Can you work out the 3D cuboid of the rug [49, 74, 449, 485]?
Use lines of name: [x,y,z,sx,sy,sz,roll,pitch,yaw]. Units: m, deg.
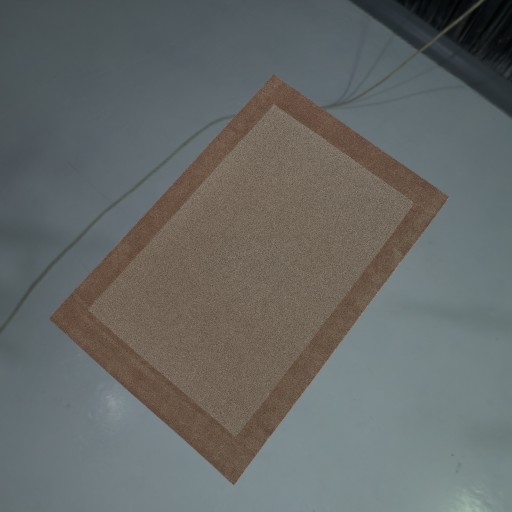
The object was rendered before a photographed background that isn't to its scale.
rug: [0.000,0.000,2.318,1.219,0.014,1.829,38,79,9]
